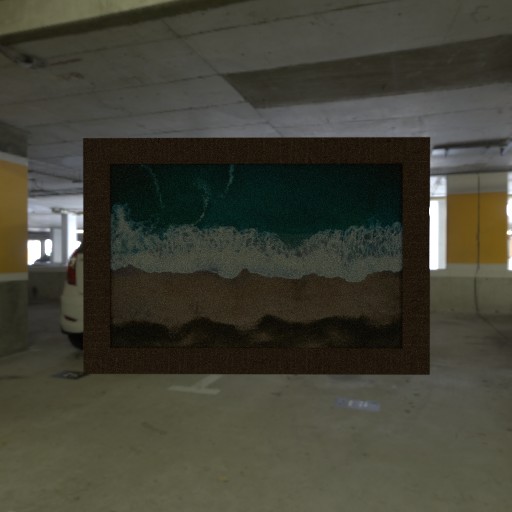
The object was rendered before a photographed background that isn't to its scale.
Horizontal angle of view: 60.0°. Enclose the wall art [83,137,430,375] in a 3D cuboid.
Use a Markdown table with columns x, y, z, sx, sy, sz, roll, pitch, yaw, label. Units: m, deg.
| x | y | z | sx | sy | sz | roll | pitch | yaw | label |
| --- | --- | --- | --- | --- | --- | --- | --- | --- | --- |
| 0.000 | 0.000 | 1.181 | 0.917 | 0.626 | 0.019 | 0 | 0 | 1 | wall art |
